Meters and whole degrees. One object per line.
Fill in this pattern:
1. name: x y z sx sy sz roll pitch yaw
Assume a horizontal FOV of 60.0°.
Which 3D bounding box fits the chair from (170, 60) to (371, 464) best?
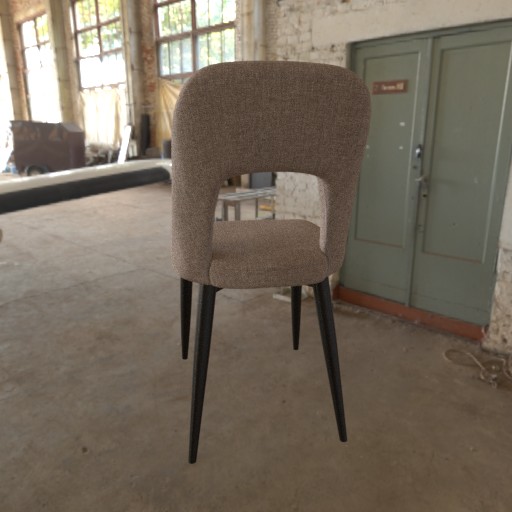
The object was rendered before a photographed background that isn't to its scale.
1. chair: 0.000 0.000 1.238 0.470 0.931 0.612 -3 16 -10
